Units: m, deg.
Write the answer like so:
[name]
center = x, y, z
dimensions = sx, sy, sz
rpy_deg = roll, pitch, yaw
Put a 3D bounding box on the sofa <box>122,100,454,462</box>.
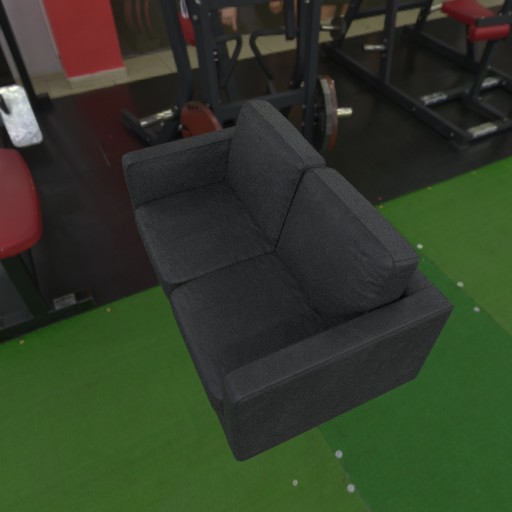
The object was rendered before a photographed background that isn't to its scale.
[sofa]
center = 0.000, 0.000, 2.038
dimensions = 0.879, 0.899, 1.430
rpy_deg = -19, 50, -17
